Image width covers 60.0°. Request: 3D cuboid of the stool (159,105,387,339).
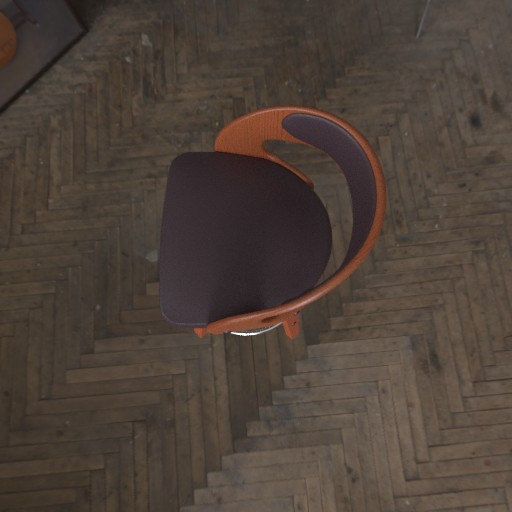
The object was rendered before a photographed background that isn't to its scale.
[{"bbox_3d":[0.000,0.000,1.228,0.457,0.940,0.457,1,75,0],"label":"stool"}]
